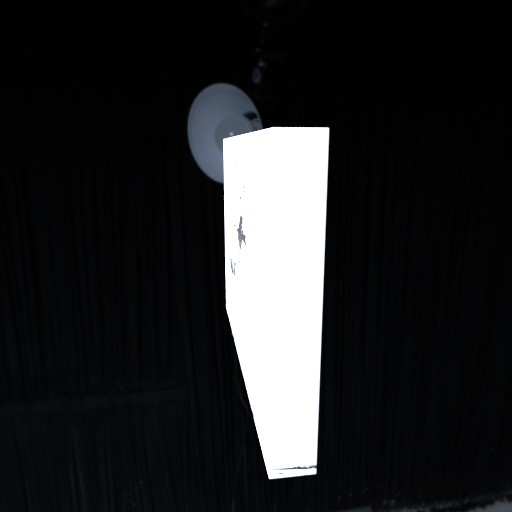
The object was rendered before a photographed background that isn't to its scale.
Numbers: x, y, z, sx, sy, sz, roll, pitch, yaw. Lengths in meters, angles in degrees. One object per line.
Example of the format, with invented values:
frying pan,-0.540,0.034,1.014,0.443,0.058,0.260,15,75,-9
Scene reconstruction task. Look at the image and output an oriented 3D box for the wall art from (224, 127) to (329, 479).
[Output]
wall art,0.000,0.000,0.495,0.038,0.259,0.381,-2,14,-8
